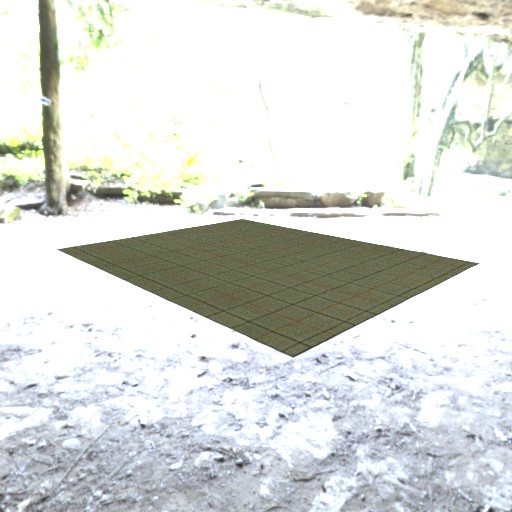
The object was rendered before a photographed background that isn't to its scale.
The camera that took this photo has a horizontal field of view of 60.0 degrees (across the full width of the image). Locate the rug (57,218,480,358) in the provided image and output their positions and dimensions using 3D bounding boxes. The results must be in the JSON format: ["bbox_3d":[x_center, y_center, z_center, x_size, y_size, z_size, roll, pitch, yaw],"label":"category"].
[{"bbox_3d":[0.000,0.000,4.064,2.444,0.012,3.048,-14,20,-42],"label":"rug"}]
